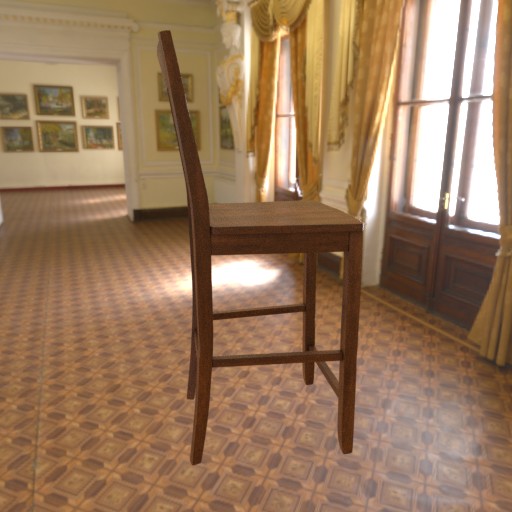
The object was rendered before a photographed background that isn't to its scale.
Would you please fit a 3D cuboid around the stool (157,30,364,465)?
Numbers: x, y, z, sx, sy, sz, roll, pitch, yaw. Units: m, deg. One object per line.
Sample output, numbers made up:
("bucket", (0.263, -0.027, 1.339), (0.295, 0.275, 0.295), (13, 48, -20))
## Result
("stool", (0.000, 0.000, 1.292), (0.504, 1.098, 0.426), (-3, 15, -10))
